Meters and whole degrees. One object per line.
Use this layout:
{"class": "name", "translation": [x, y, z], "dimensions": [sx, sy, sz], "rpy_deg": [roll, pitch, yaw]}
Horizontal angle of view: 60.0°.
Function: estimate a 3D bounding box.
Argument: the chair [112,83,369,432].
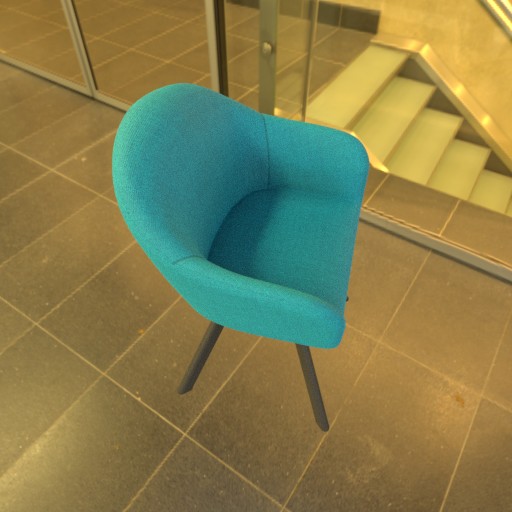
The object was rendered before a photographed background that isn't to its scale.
{"class": "chair", "translation": [0.000, 0.000, 1.158], "dimensions": [0.550, 0.795, 0.590], "rpy_deg": [11, 48, 10]}
